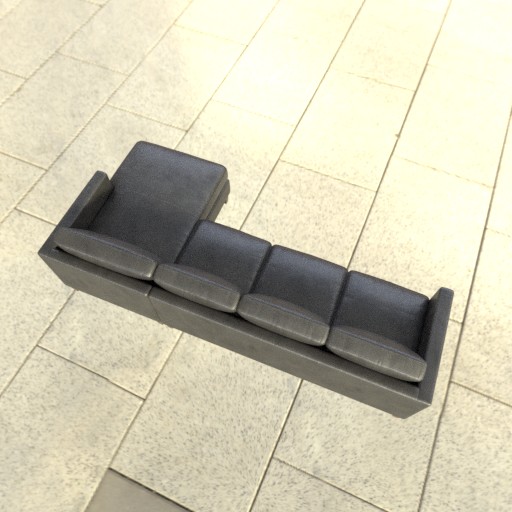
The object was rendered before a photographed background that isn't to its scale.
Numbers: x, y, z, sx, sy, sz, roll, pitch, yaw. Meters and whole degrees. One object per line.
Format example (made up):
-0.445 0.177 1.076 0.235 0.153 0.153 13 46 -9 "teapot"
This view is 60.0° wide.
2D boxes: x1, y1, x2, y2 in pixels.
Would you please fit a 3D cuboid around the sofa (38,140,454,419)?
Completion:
0.000 0.000 3.903 3.203 0.883 1.581 19 63 10 "sofa"
